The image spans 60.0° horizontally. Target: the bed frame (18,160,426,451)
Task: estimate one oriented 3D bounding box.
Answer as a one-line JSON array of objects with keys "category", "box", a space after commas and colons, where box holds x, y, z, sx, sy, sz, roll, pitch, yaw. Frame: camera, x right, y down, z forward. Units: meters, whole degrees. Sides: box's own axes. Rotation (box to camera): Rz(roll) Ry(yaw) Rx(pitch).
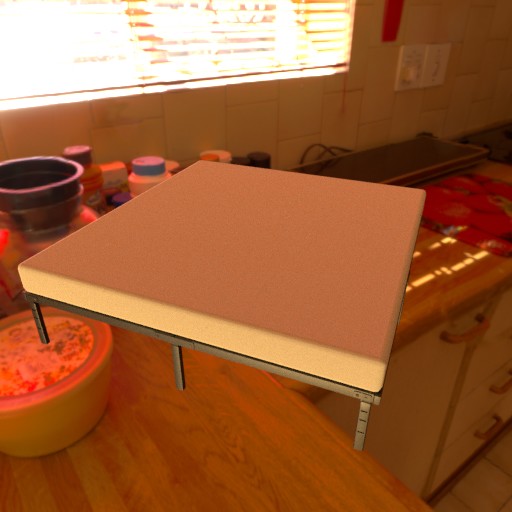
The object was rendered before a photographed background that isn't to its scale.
[{"category": "bed frame", "box": [0.000, 0.000, 3.835, 2.526, 0.680, 2.635, 12, 31, 20]}]
